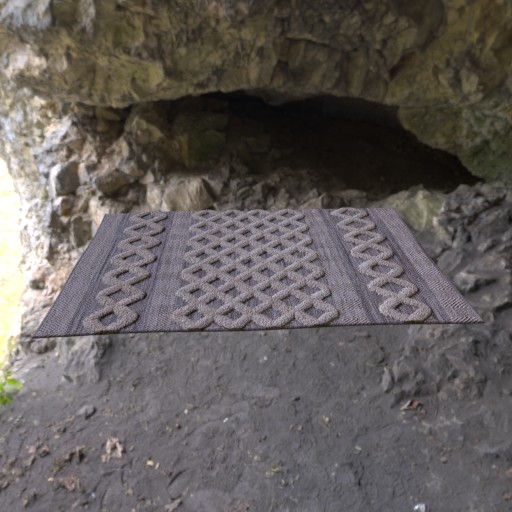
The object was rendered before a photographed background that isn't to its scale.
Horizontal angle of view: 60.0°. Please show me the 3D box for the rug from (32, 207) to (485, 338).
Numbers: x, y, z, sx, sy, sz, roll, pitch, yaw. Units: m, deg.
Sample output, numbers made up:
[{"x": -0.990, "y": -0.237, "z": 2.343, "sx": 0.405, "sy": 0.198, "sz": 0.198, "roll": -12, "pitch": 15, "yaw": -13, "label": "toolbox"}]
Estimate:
[{"x": 0.000, "y": 0.000, "z": 2.927, "sx": 2.333, "sy": 0.033, "sz": 1.513, "roll": -1, "pitch": 30, "yaw": -3, "label": "rug"}]
